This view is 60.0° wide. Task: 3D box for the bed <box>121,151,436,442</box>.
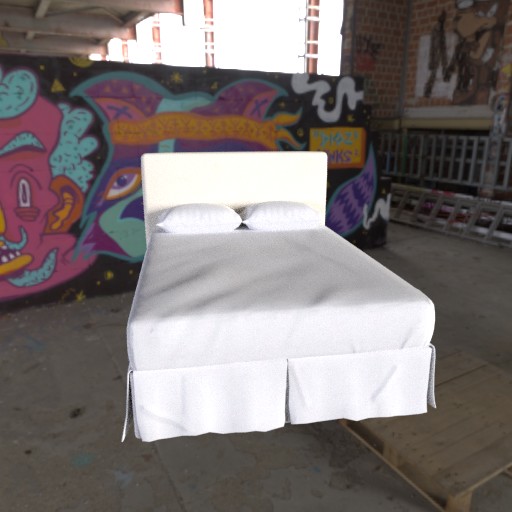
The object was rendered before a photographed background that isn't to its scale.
[{"bbox_3d":[0.000,0.000,3.149,1.713,1.330,2.142,-3,17,-9],"label":"bed"}]
